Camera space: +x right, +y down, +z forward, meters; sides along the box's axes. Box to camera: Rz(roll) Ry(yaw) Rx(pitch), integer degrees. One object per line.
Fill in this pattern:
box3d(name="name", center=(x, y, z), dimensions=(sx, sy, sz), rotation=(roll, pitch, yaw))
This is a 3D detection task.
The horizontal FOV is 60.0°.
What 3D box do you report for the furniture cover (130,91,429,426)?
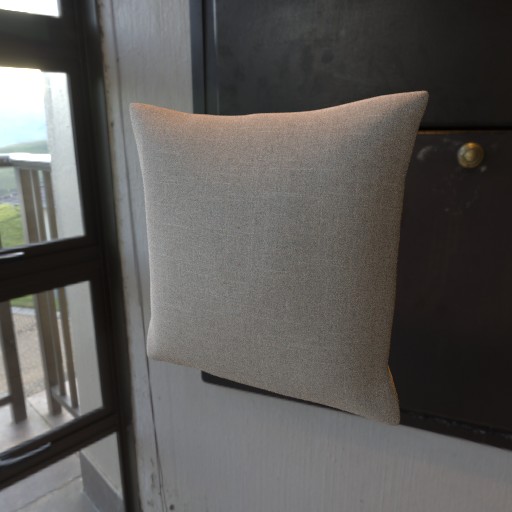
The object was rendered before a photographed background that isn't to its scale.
box3d(name="furniture cover", center=(0.000, 0.000, 0.751), dimensions=(0.512, 0.506, 0.178), rotation=(8, 17, 26))
